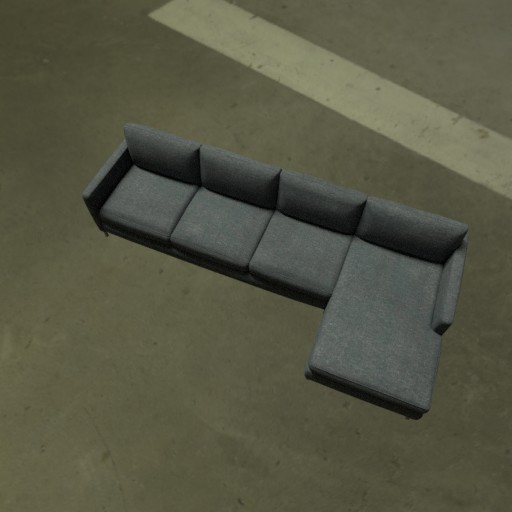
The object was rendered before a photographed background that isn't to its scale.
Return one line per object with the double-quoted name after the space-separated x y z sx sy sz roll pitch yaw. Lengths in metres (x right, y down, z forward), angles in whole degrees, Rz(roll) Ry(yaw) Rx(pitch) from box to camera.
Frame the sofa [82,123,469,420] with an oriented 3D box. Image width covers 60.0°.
0.000 0.000 3.404 2.932 0.810 1.350 19 60 11 "sofa"
